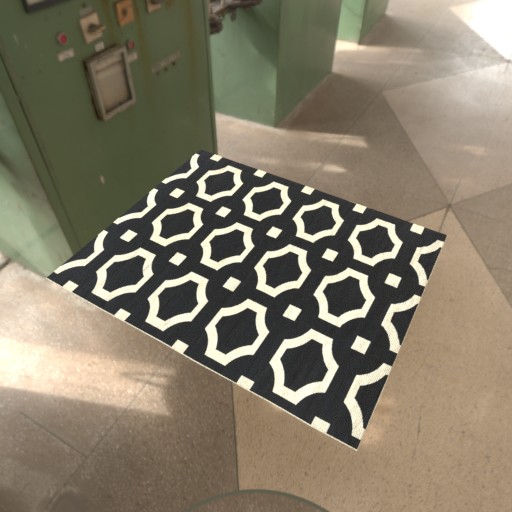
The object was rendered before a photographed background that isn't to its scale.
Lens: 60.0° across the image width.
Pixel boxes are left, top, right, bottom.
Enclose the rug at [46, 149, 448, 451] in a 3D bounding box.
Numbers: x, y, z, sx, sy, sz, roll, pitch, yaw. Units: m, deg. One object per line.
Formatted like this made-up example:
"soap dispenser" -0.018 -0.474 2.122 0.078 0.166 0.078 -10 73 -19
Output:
"rug" 0.000 0.000 4.278 3.049 0.021 2.466 23 51 20
